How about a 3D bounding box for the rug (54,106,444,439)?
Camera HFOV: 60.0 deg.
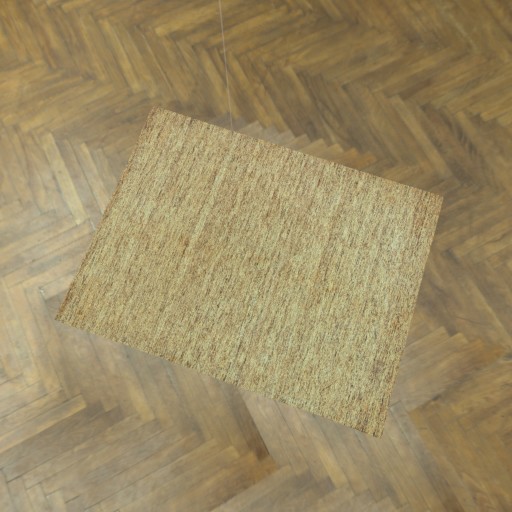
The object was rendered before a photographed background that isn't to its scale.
[{"bbox_3d":[0.000,0.000,4.357,3.200,0.012,2.438,19,76,5],"label":"rug"}]
